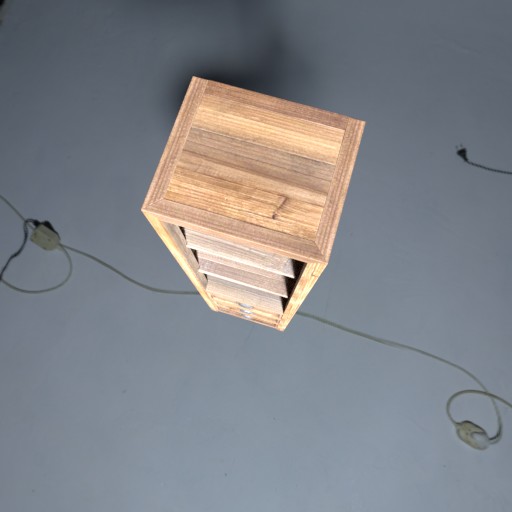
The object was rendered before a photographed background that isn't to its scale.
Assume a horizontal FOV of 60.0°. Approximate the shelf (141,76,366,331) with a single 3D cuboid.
[{"bbox_3d":[0.000,0.000,2.097,0.500,1.900,0.428,16,76,4],"label":"shelf"}]
